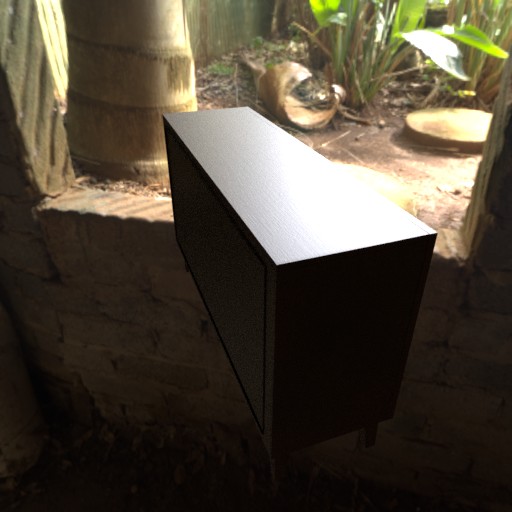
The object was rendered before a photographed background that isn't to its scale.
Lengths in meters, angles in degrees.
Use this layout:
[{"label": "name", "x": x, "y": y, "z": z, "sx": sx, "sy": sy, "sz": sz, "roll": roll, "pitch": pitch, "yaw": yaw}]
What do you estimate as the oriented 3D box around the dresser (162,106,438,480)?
[{"label": "dresser", "x": 0.000, "y": 0.000, "z": 2.064, "sx": 0.499, "sy": 0.971, "sz": 1.609, "roll": -11, "pitch": 33, "yaw": -17}]
